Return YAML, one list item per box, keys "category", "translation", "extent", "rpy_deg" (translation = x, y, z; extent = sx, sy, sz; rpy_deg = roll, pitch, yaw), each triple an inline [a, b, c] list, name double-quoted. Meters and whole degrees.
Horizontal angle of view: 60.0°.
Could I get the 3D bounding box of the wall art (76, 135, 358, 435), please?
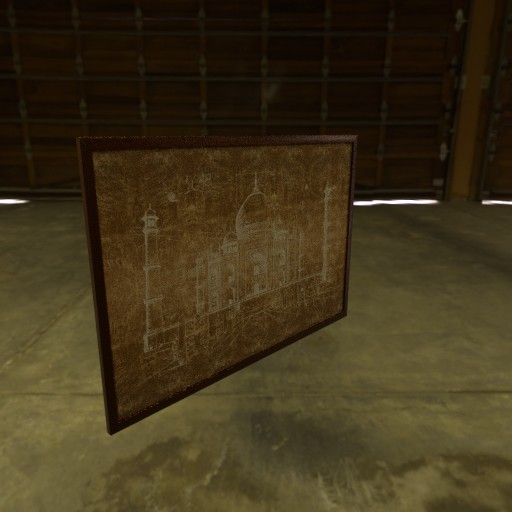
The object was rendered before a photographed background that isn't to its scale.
- category: "wall art"
  translation: [0.000, 0.000, 1.068]
  extent: [0.014, 0.559, 0.816]
  rpy_deg: [15, 21, 43]
